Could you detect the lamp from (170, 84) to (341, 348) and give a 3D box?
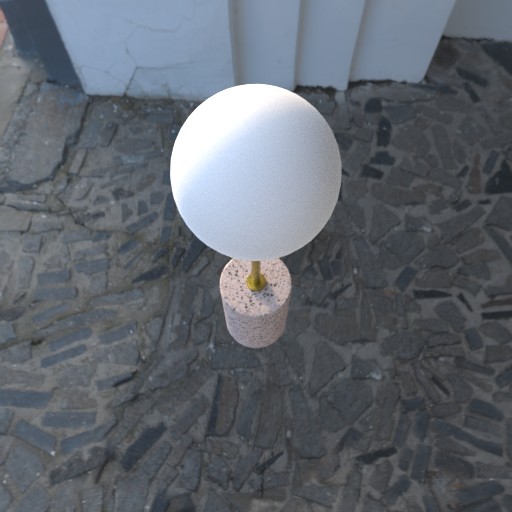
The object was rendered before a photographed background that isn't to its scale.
[{"bbox_3d":[0.000,0.000,0.548,0.153,0.480,0.153,0,63,0],"label":"lamp"}]
